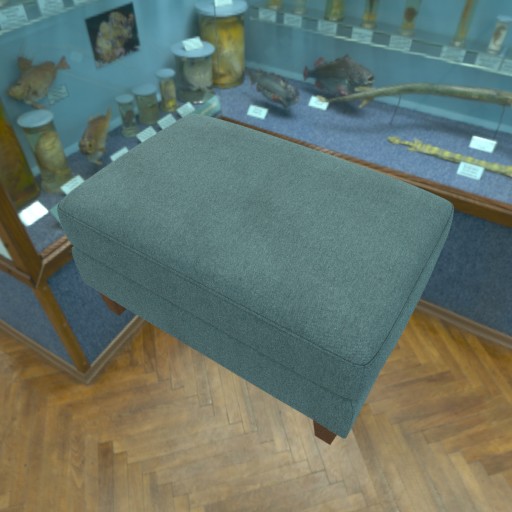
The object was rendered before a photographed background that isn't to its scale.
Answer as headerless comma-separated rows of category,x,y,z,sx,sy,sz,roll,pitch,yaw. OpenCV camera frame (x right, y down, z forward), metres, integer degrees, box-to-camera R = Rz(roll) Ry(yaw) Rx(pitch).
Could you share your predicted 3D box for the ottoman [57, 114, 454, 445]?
ottoman,0.000,0.000,1.224,0.864,0.483,0.584,25,51,22
